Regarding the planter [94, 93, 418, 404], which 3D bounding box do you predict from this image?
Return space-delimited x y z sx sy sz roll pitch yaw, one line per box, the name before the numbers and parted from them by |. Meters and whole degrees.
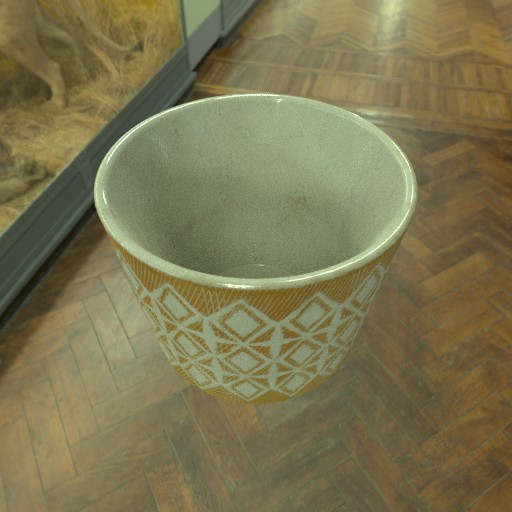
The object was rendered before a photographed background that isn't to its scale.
planter | 0.000 0.000 0.215 0.126 0.104 0.126 0 46 0
